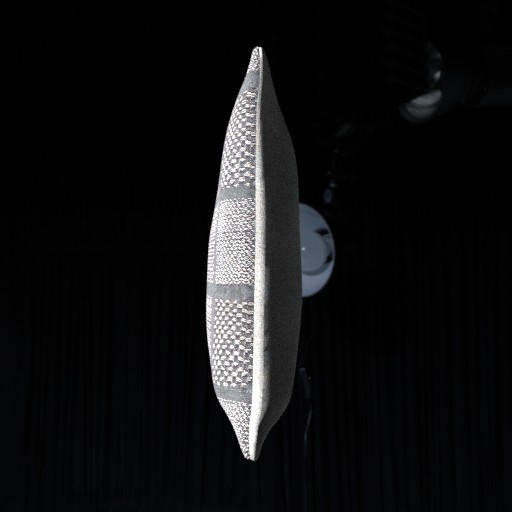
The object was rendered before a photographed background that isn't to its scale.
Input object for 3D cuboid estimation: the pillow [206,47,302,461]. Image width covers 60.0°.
[{"bbox_3d":[0.000,0.000,0.670,0.138,0.432,0.435,0,-1,1],"label":"pillow"}]
